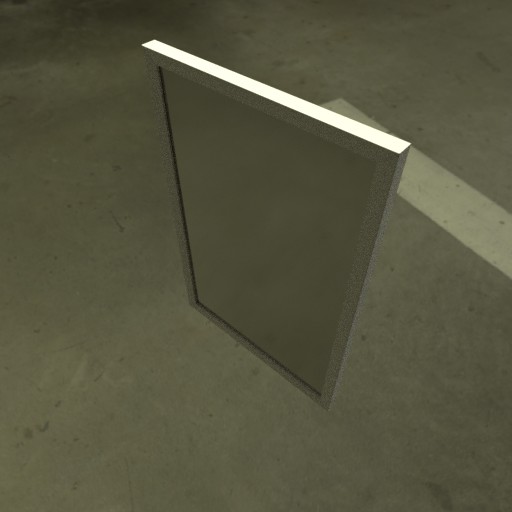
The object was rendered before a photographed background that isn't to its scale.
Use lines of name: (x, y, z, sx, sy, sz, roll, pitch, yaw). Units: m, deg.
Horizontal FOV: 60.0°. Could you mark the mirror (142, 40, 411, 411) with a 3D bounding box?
mirror: (0.000, 0.000, 1.147, 0.609, 0.914, 0.041, 33, 55, 27)
